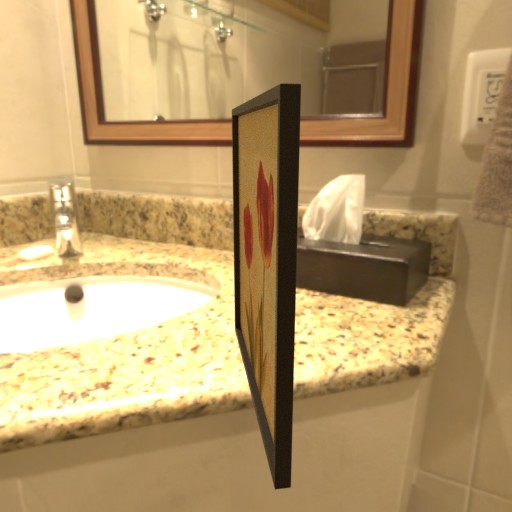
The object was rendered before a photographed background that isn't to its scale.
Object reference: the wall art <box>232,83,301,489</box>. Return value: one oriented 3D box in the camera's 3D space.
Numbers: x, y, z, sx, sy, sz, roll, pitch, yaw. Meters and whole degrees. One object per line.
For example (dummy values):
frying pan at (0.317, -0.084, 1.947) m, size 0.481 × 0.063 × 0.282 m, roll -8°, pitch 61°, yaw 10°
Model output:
wall art at (0.000, 0.000, 1.218) m, size 0.043 × 0.807 × 0.805 m, roll -2°, pitch 16°, yaw -8°
